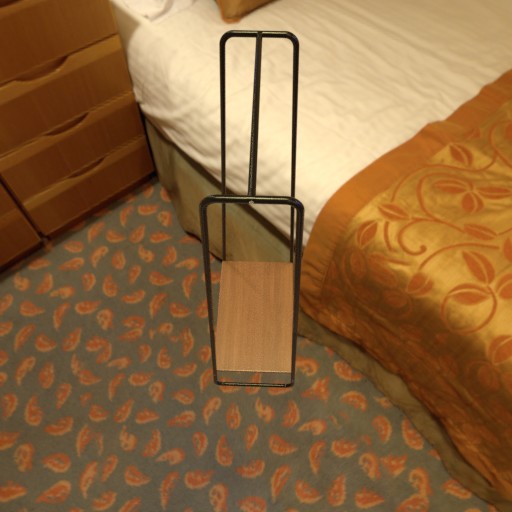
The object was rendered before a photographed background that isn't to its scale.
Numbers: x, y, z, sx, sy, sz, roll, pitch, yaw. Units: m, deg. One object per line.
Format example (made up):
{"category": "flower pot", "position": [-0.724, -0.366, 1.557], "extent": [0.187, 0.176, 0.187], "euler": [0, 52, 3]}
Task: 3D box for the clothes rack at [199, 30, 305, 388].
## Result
{"category": "clothes rack", "position": [0.000, 0.000, 1.770], "extent": [0.400, 1.500, 0.640], "euler": [2, 58, 1]}
